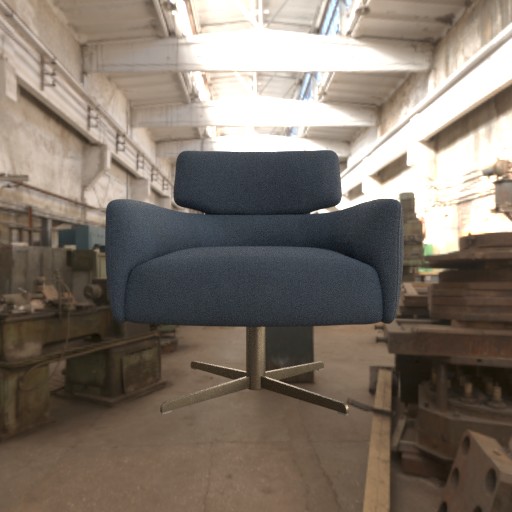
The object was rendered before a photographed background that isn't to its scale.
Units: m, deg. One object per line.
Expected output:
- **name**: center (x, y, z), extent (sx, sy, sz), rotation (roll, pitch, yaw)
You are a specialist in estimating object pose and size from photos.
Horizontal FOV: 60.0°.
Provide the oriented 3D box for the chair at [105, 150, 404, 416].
- **chair**: center (0.000, 0.000, 1.393), extent (0.738, 0.813, 0.761), rotation (0, 0, 1)
